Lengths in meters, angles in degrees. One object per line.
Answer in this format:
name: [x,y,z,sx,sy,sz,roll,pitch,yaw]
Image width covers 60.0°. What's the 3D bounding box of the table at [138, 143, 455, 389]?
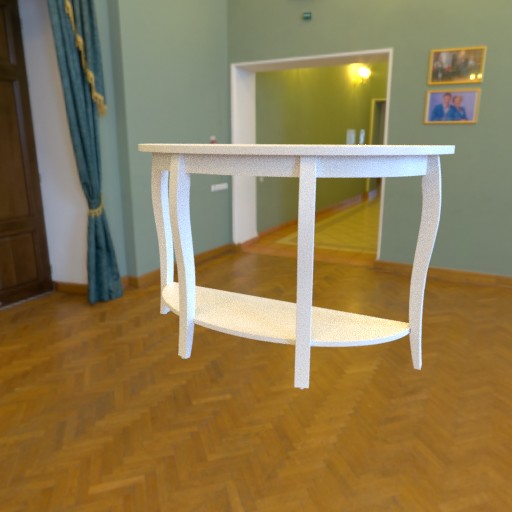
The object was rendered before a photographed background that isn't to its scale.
table: [0.000,0.000,1.607,1.219,0.780,0.394,7,17,26]
